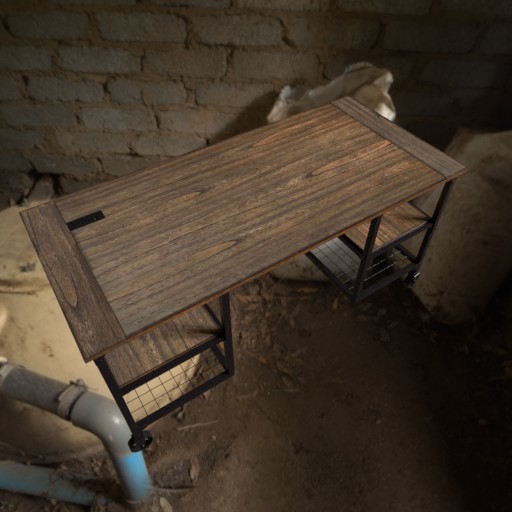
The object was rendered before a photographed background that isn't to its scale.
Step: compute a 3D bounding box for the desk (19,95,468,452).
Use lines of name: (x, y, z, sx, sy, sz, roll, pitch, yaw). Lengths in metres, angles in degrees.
desk: (0.000, 0.000, 1.946, 1.590, 0.751, 0.711, -26, 52, -22)
